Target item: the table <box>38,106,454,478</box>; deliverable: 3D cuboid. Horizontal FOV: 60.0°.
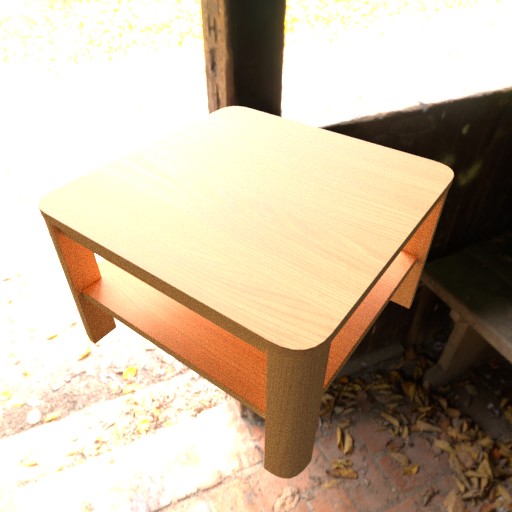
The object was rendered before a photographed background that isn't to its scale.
[{"bbox_3d":[0.000,0.000,1.215,0.750,0.450,0.750,25,46,27],"label":"table"}]
